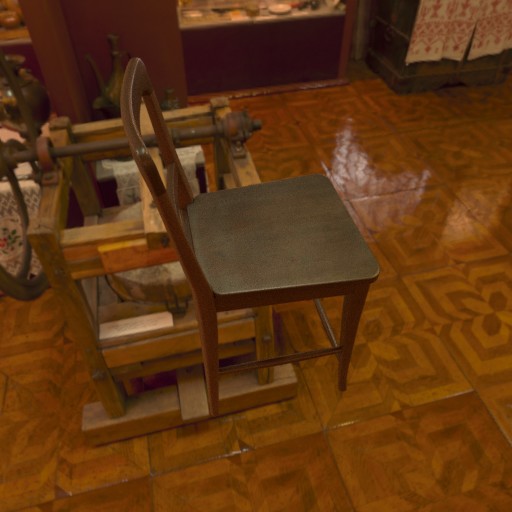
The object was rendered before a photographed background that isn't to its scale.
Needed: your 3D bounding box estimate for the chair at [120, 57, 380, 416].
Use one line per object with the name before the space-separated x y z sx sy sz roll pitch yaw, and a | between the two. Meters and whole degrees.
chair | 0.000 0.000 1.254 0.546 0.991 0.450 -9 46 -9
